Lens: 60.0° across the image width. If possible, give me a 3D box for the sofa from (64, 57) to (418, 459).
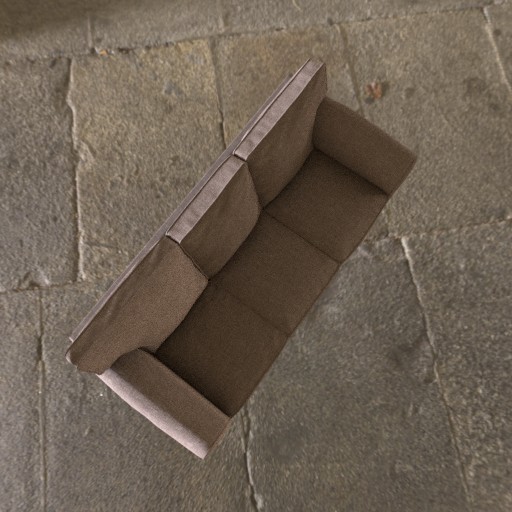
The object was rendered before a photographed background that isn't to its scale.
[{"bbox_3d":[0.000,0.000,2.613,0.916,0.961,2.084,35,78,9],"label":"sofa"}]
